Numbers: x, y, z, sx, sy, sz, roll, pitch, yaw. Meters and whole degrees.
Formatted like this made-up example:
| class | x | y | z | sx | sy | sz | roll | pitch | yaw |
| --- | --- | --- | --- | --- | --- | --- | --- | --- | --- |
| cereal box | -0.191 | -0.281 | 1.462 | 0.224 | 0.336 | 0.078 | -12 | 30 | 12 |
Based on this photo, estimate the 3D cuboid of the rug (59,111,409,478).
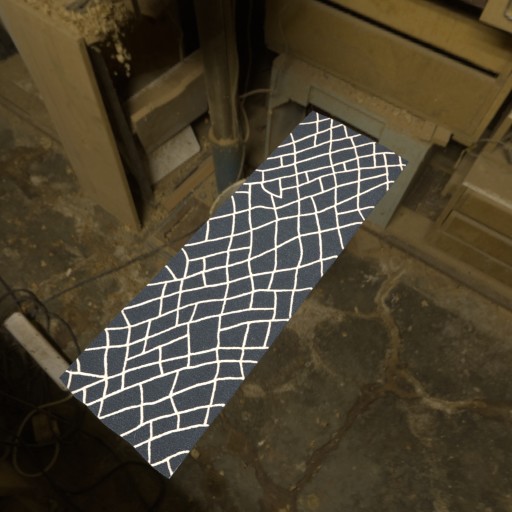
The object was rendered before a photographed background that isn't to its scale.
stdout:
| class | x | y | z | sx | sy | sz | roll | pitch | yaw |
| --- | --- | --- | --- | --- | --- | --- | --- | --- | --- |
| rug | 0.000 | 0.000 | 2.709 | 0.807 | 0.010 | 2.476 | 34 | 67 | 16 |
